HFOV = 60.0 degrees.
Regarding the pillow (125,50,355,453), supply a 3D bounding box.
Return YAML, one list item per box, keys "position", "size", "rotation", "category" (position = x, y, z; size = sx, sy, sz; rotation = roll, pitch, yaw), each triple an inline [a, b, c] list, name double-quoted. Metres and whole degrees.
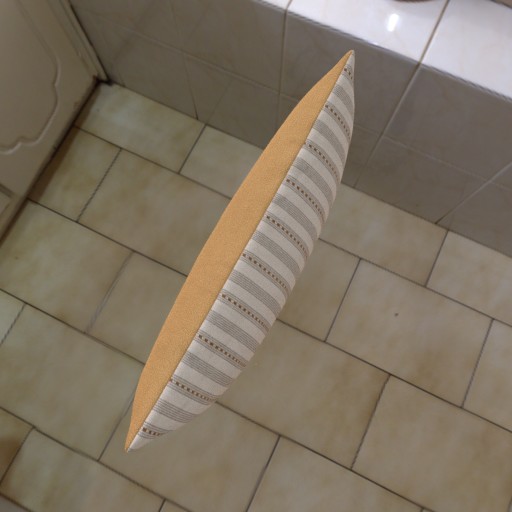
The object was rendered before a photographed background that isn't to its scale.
- position: [0.000, 0.000, 0.707]
  size: [0.151, 0.291, 0.608]
  rotation: [28, 78, 6]
  category: "pillow"
